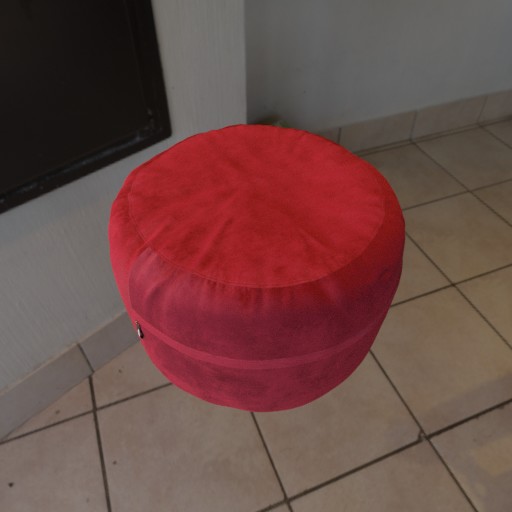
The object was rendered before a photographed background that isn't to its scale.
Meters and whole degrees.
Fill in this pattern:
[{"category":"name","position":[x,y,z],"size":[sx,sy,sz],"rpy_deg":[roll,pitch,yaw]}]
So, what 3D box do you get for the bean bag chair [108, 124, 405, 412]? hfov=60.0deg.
[{"category":"bean bag chair","position":[0.000,0.000,1.976],"size":[1.219,0.762,1.219],"rpy_deg":[0,46,0]}]
